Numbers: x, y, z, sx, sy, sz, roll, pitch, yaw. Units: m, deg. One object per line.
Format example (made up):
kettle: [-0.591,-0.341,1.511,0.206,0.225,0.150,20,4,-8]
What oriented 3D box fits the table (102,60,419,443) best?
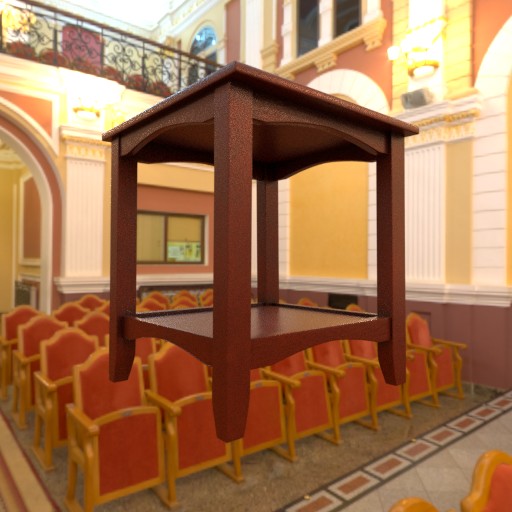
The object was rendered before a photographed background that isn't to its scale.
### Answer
table: [0.000,0.000,0.984,0.523,0.558,0.522,0,0,-38]
